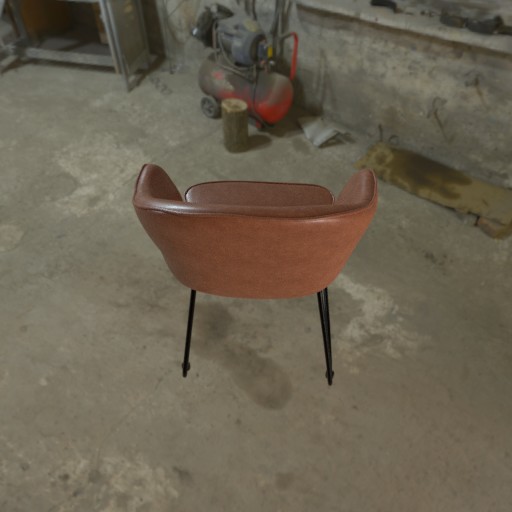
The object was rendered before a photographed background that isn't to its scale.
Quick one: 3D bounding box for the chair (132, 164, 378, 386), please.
[{"bbox_3d":[0.000,0.000,1.213,0.582,0.785,0.580,2,46,2],"label":"chair"}]
